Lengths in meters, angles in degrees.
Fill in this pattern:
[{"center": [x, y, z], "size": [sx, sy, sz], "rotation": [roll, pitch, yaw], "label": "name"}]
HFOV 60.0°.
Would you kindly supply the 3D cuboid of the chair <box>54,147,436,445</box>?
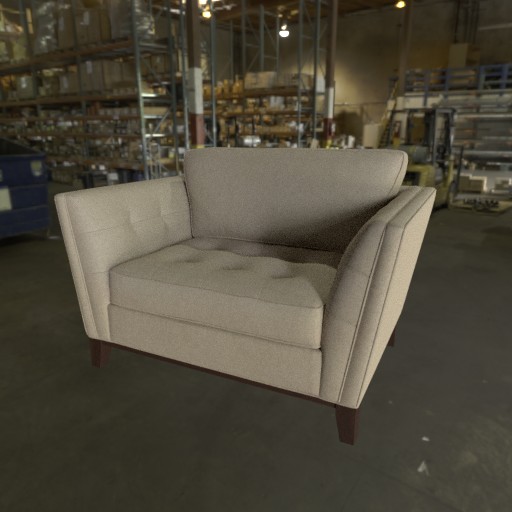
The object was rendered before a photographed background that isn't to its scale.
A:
[{"center": [0.000, 0.000, 2.016], "size": [1.397, 0.940, 0.965], "rotation": [8, 18, 25], "label": "chair"}]
